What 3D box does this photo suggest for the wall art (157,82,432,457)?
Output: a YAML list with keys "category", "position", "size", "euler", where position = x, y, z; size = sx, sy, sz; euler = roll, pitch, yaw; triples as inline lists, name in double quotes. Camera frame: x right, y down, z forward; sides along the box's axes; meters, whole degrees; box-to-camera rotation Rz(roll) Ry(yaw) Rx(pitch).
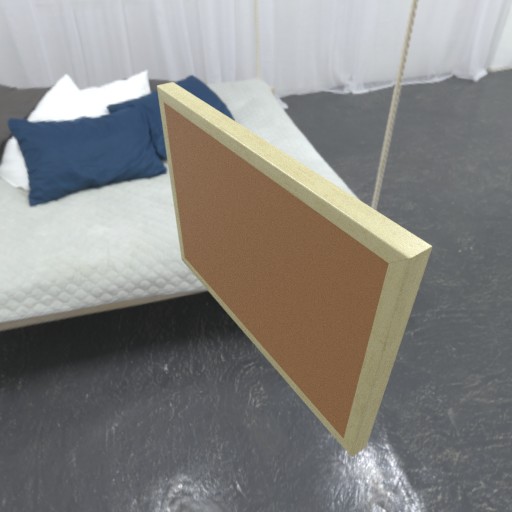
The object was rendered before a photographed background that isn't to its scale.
- category: "wall art"
  position: [0.000, 0.000, 0.694]
  size: [0.032, 0.381, 0.533]
  euler: [-24, 46, -26]
